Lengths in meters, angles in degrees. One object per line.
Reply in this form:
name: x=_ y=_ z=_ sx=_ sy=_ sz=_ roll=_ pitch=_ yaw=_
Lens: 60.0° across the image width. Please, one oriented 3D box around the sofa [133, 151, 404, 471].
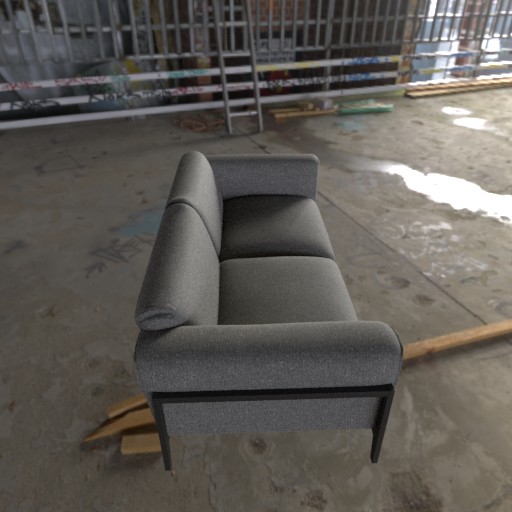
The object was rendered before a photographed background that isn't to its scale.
sofa: x=0.000 y=0.000 z=2.513 sx=0.985 sy=0.703 sz=2.125 roll=-1 pitch=32 yaw=-2
